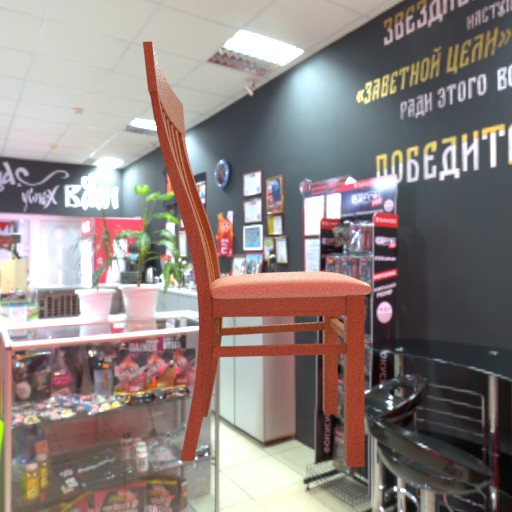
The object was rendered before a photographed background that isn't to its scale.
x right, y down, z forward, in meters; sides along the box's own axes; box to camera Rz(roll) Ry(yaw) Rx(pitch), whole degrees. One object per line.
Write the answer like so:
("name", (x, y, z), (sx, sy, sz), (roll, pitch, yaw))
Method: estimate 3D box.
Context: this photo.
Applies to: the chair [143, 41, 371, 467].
("chair", (0.000, 0.000, 1.308), (0.580, 1.050, 0.450), (0, 0, 0))
